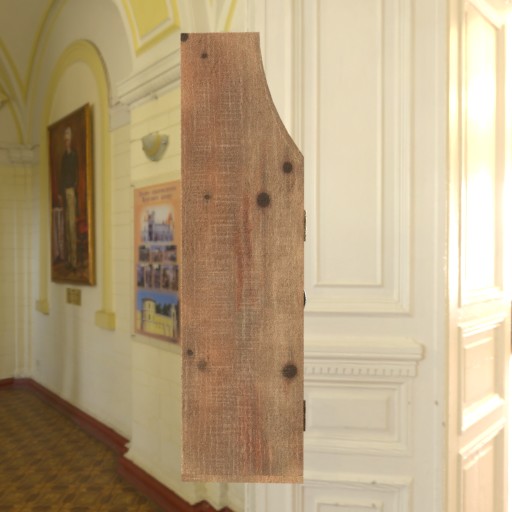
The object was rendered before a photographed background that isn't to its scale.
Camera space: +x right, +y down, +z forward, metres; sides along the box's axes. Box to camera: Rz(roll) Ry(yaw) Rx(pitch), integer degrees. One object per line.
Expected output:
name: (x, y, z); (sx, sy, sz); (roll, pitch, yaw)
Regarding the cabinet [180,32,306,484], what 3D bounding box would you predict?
cabinet: (0.000, 0.000, 0.824); (0.184, 0.590, 0.489); (0, 1, 2)
